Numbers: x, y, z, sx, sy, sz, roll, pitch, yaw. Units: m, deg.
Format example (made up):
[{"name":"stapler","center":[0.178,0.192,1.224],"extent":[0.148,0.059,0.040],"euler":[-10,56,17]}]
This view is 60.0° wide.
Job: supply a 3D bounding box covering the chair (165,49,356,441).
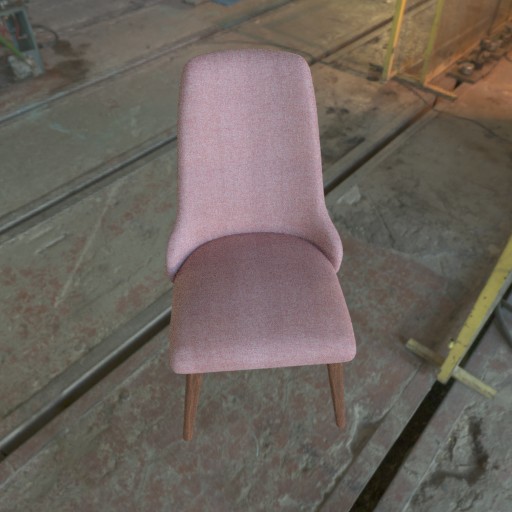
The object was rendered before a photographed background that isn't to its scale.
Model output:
[{"name":"chair","center":[0.000,0.000,1.309],"extent":[0.535,0.918,0.707],"euler":[-3,47,-3]}]
